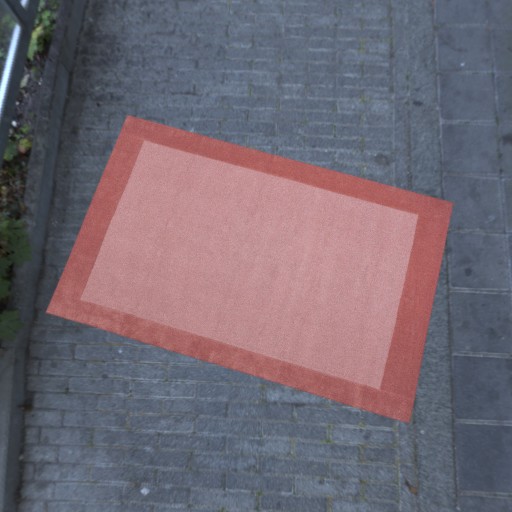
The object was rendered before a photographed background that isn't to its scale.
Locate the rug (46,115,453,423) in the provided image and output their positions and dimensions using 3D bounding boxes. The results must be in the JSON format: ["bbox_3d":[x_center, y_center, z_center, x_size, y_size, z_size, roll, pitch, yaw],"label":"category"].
[{"bbox_3d":[0.000,0.000,3.016,2.438,0.014,1.524,16,76,4],"label":"rug"}]
